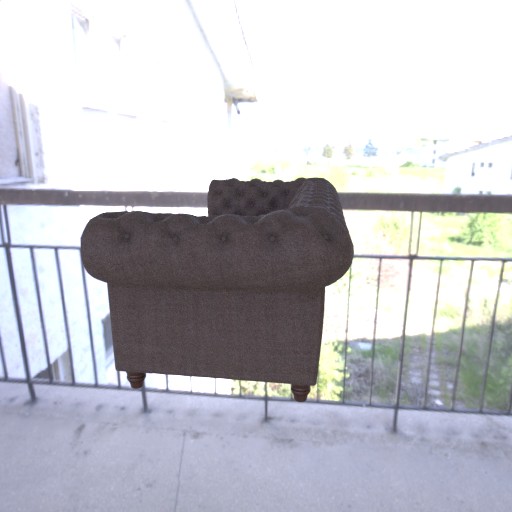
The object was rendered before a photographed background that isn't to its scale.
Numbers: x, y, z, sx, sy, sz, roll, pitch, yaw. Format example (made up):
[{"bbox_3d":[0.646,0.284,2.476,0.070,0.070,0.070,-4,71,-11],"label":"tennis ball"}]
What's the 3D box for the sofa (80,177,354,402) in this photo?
[{"bbox_3d":[0.000,0.000,2.488,0.944,0.780,2.048,2,14,8],"label":"sofa"}]
